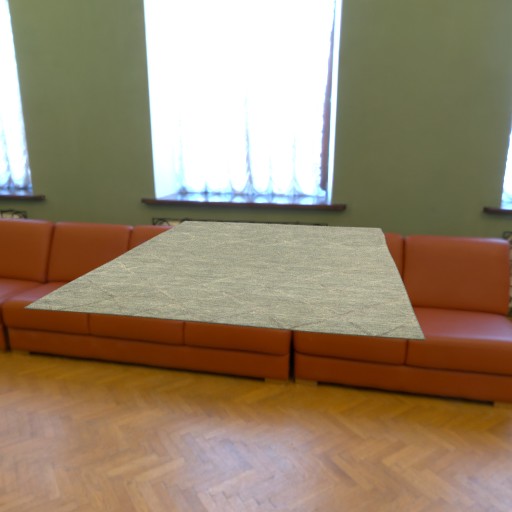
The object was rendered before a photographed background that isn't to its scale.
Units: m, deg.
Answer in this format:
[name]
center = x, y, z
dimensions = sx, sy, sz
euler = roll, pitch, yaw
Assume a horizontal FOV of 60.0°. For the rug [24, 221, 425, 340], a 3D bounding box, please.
[rug]
center = 0.000, 0.000, 4.013
dimensions = 2.438, 0.013, 3.048
euler = 3, 15, 10
